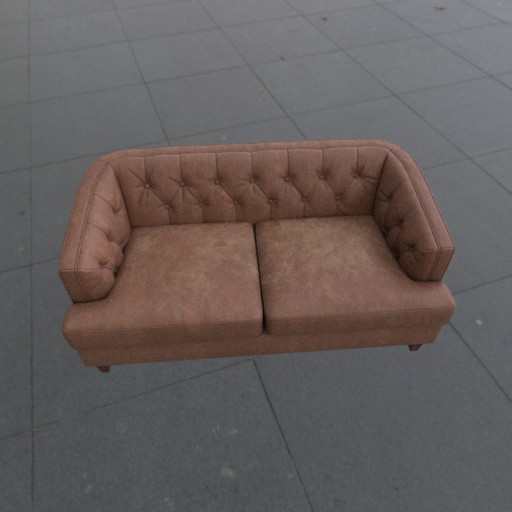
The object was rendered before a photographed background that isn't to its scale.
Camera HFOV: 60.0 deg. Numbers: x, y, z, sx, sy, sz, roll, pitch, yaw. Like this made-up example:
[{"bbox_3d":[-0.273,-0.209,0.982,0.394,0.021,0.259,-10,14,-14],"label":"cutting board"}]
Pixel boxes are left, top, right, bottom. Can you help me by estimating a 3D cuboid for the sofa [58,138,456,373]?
[{"bbox_3d":[0.000,0.000,2.289,1.755,0.786,0.914,-3,47,-3],"label":"sofa"}]
